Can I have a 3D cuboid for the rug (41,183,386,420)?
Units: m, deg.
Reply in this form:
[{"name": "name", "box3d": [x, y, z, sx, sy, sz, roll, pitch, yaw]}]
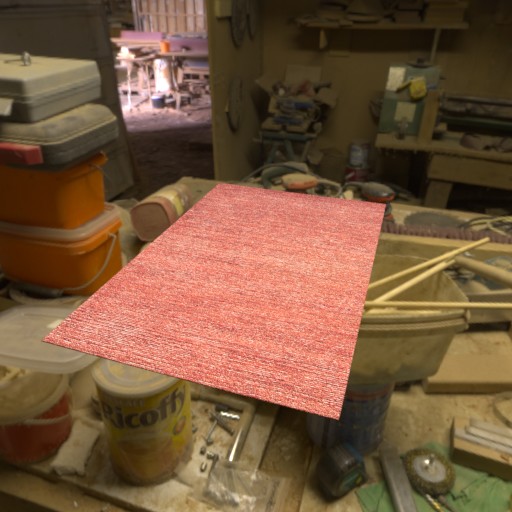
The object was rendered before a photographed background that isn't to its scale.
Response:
[{"name": "rug", "box3d": [0.000, 0.000, 2.243, 1.139, 0.011, 1.747, 10, 32, 16]}]
